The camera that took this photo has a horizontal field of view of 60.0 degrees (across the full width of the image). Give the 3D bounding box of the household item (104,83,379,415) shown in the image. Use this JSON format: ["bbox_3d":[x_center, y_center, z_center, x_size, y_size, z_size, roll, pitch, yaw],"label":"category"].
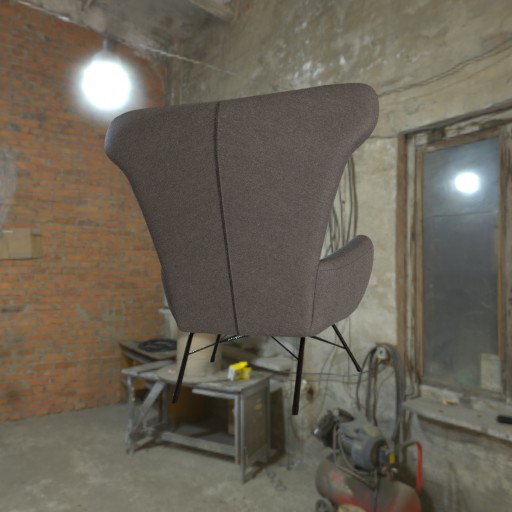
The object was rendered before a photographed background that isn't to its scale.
[{"bbox_3d":[0.000,0.000,1.773,0.980,1.050,0.900,-1,-2,17],"label":"household item"}]
